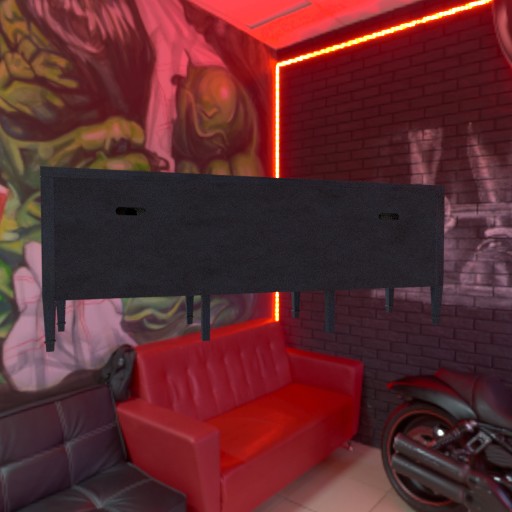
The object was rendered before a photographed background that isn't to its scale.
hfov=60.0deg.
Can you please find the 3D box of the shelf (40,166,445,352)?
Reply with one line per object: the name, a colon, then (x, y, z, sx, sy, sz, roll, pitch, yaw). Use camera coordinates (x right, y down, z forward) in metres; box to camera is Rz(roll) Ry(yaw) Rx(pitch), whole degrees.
shelf: (0.000, 0.000, 2.209, 1.878, 0.715, 0.471, -1, 2, -18)
